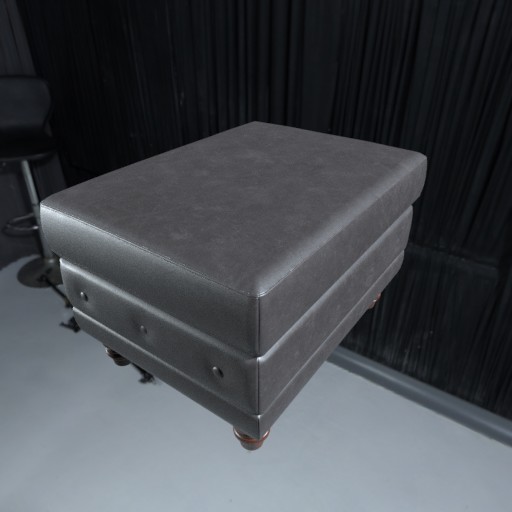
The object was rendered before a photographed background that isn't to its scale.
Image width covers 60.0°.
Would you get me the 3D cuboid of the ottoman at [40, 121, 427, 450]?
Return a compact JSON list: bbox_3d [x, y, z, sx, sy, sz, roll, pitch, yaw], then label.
[{"bbox_3d":[0.000,0.000,1.166,0.590,0.498,0.795,21,37,30],"label":"ottoman"}]
